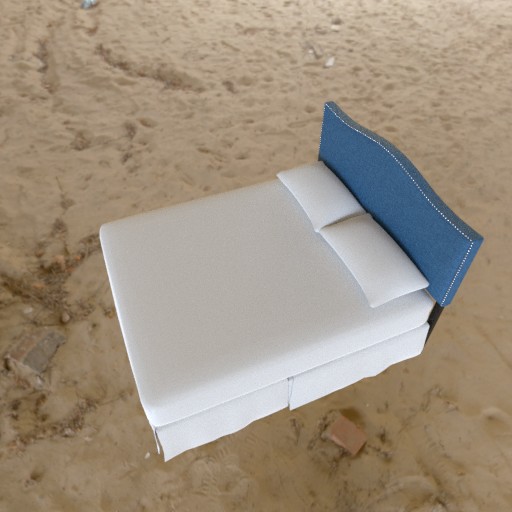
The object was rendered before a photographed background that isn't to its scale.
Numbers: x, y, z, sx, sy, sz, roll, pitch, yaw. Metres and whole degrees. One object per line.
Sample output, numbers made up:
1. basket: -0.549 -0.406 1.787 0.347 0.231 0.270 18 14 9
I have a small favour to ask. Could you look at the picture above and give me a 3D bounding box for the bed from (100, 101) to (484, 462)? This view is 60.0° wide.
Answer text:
1. bed: 0.000 0.000 2.880 1.872 1.169 1.610 -17 49 -15
